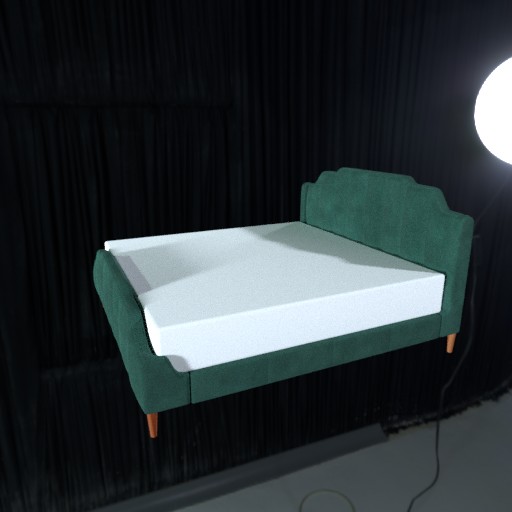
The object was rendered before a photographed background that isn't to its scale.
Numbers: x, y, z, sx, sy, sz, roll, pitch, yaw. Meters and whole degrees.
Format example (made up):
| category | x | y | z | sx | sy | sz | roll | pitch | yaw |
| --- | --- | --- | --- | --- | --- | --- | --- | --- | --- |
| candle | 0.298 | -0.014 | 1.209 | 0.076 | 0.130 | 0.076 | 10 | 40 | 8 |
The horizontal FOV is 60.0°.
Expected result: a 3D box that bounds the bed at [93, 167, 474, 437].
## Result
| category | x | y | z | sx | sy | sz | roll | pitch | yaw |
| --- | --- | --- | --- | --- | --- | --- | --- | --- | --- |
| bed | 0.000 | 0.000 | 3.546 | 2.340 | 1.245 | 2.074 | -8 | 18 | -24 |
